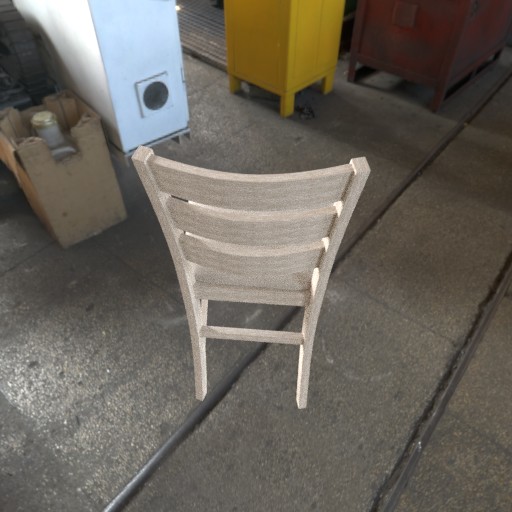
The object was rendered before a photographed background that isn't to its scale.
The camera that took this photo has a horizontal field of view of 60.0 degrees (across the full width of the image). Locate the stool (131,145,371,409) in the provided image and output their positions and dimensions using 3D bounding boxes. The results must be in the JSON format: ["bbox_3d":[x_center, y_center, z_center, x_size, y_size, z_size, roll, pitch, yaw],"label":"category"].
[{"bbox_3d":[0.000,0.000,1.360,0.484,1.032,0.569,4,47,3],"label":"stool"}]
